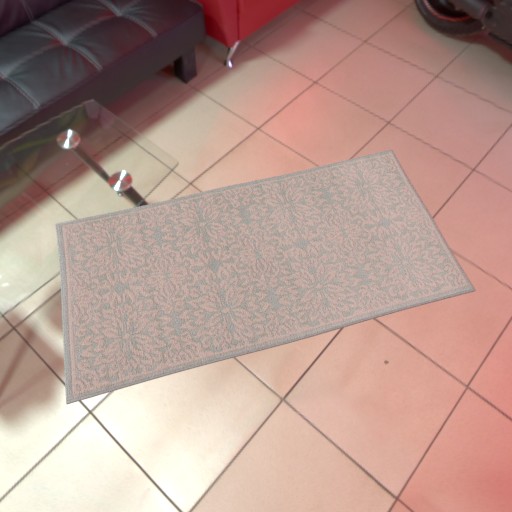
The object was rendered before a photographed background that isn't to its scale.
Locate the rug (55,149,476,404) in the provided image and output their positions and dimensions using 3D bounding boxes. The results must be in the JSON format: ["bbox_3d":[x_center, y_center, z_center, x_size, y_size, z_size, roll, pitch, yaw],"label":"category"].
[{"bbox_3d":[0.000,0.000,1.408,1.219,0.007,0.604,-14,60,-8],"label":"rug"}]
